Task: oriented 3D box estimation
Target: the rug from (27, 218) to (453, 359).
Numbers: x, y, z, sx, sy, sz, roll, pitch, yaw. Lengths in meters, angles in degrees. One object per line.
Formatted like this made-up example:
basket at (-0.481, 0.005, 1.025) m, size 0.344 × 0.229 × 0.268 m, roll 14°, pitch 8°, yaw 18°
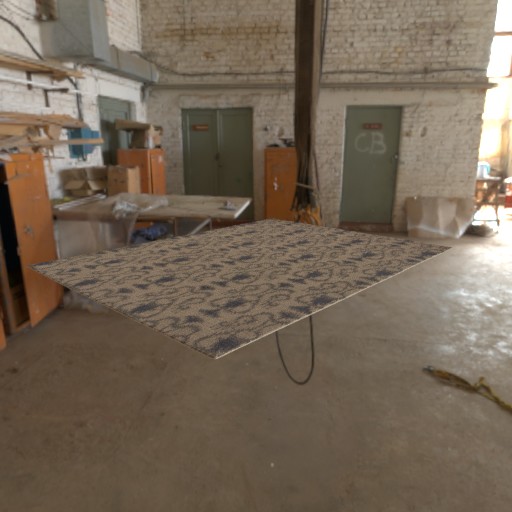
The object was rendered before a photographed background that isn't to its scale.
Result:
rug at (0.000, 0.000, 4.134) m, size 2.437 × 0.015 × 3.205 m, roll 14°, pitch 20°, yaw 41°
